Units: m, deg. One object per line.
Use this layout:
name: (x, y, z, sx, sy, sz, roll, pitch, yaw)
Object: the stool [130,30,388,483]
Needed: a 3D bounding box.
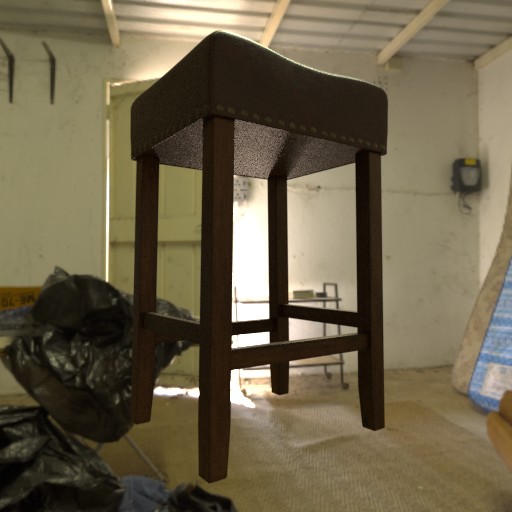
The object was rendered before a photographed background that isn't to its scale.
stool: (0.000, 0.000, 1.021, 0.465, 0.769, 0.401, 1, -2, -35)
